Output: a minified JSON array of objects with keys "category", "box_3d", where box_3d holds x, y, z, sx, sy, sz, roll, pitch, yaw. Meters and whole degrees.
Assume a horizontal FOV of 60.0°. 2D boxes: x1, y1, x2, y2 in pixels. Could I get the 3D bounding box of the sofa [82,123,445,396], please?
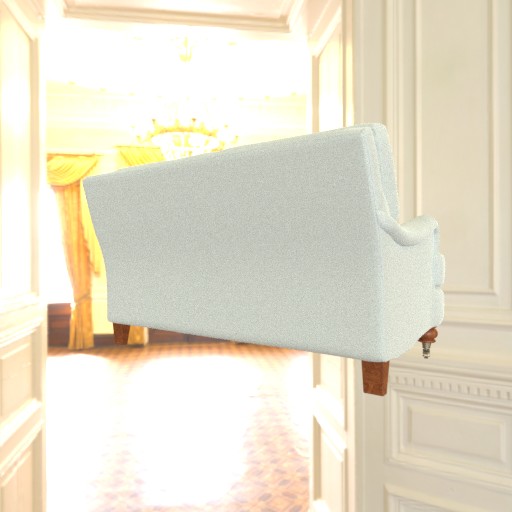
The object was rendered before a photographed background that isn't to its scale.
[{"category":"sofa","box_3d":[0.000,0.000,2.520,1.853,1.101,1.084,0,0,36]}]
